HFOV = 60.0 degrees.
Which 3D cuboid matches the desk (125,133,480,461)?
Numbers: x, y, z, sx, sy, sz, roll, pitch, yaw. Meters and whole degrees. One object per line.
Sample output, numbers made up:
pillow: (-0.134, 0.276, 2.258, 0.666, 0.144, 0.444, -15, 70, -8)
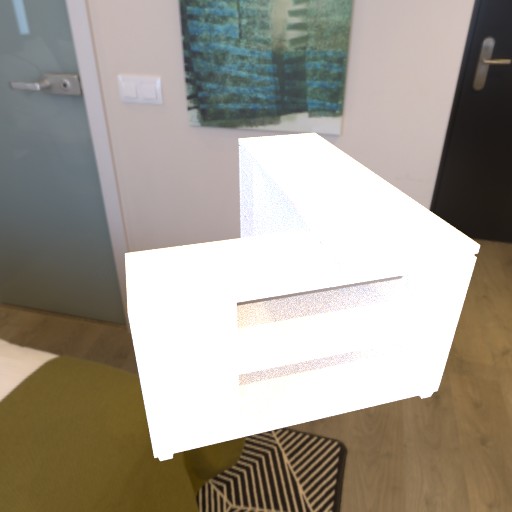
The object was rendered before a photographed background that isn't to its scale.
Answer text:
desk: (0.000, 0.000, 2.231, 1.199, 0.759, 1.524, -8, 31, -13)
